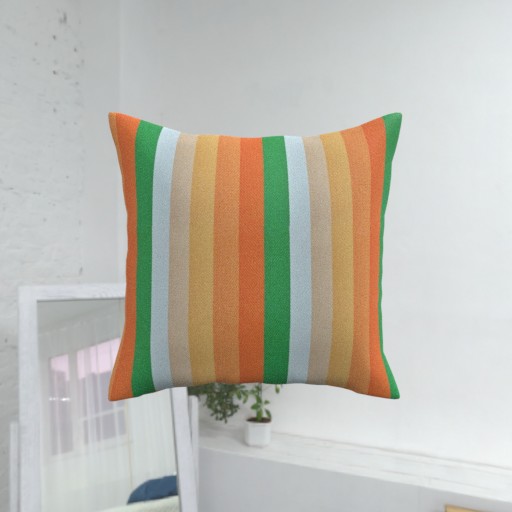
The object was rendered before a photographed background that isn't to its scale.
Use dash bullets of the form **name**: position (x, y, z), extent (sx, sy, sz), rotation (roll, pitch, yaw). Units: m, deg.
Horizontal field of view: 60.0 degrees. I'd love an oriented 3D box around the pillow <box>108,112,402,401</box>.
- **pillow**: position (0.000, 0.000, 0.684), extent (0.453, 0.444, 0.169), rotation (0, 0, -1)
